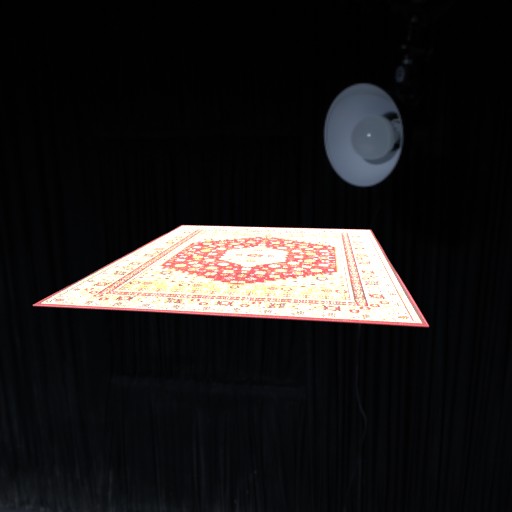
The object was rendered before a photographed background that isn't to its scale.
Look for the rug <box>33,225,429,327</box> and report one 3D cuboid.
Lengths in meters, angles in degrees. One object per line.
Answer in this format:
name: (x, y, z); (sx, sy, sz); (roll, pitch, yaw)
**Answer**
rug: (0.000, 0.000, 4.084); (2.387, 0.013, 3.053); (2, 14, 8)
